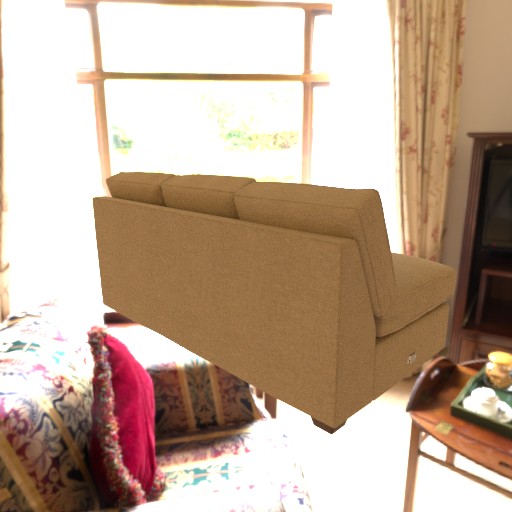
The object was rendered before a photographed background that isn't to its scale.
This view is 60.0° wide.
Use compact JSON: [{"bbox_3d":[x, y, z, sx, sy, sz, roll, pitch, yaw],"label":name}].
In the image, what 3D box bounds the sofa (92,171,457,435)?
[{"bbox_3d":[0.000,0.000,2.766,1.127,1.036,2.092,-14,20,-43],"label":"sofa"}]
